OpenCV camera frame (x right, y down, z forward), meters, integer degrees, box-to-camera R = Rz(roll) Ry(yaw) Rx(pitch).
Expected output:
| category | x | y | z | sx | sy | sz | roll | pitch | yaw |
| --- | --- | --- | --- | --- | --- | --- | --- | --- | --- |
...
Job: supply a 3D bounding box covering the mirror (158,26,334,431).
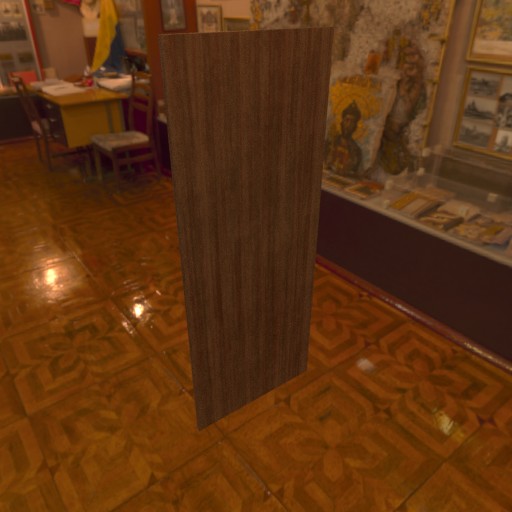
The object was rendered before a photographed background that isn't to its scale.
| category | x | y | z | sx | sy | sz | roll | pitch | yaw |
| --- | --- | --- | --- | --- | --- | --- | --- | --- | --- |
| mirror | 0.000 | 0.000 | 2.235 | 0.812 | 2.032 | 0.025 | -20 | 36 | -30 |
